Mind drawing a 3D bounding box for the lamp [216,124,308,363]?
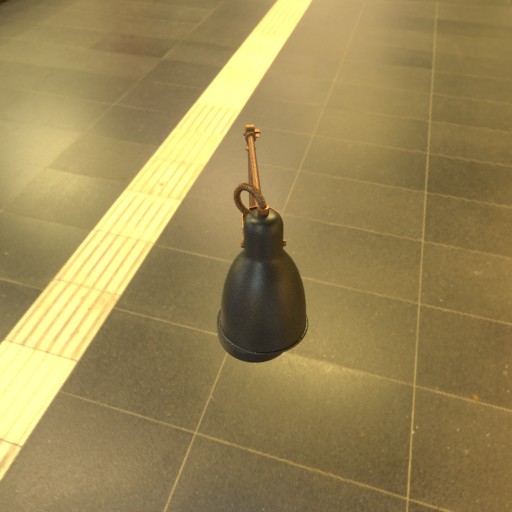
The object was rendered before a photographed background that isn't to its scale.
[{"bbox_3d":[0.000,0.000,0.857,0.187,0.587,0.561,-2,46,-2],"label":"lamp"}]
